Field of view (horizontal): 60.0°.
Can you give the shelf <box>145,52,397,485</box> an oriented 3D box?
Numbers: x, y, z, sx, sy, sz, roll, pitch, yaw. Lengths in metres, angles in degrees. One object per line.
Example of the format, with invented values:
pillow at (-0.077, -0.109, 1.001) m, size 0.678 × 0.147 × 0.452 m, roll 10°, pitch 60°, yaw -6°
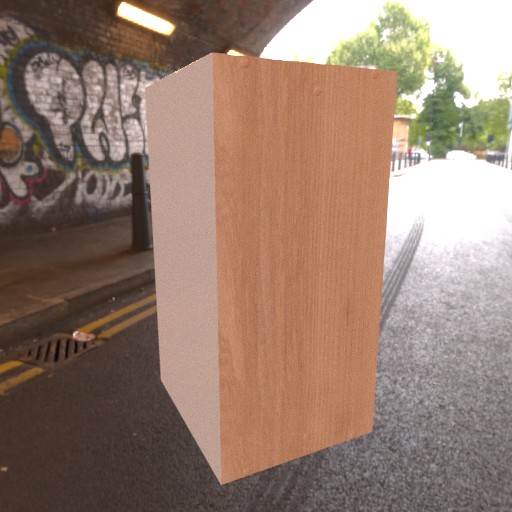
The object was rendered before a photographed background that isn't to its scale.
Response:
shelf at (0.000, 0.000, 0.807) m, size 0.290 × 0.600 × 0.350 m, roll -7°, pitch 15°, yaw -26°
